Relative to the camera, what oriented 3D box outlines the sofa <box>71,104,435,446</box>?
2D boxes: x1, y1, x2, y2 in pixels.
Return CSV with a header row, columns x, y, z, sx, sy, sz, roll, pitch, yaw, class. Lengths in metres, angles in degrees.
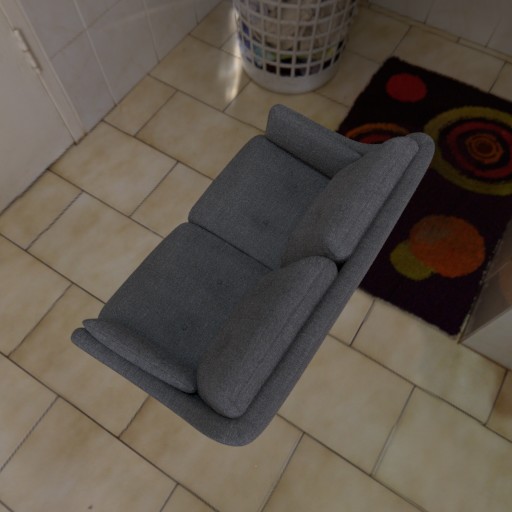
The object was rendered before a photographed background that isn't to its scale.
x,y,z,sx,sy,sz,roll,pitch,yaw,class
0.000,0.000,2.184,0.976,0.887,1.646,32,69,14,sofa
